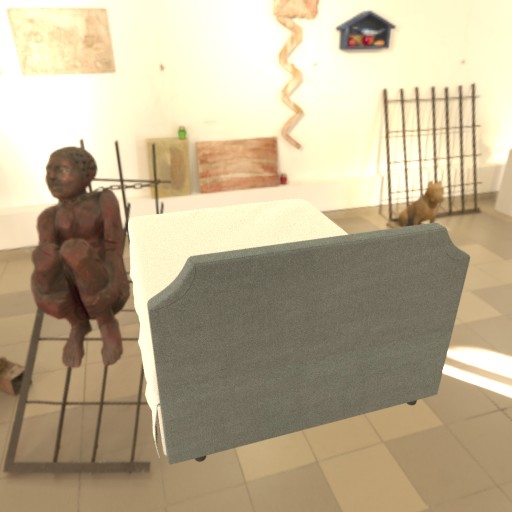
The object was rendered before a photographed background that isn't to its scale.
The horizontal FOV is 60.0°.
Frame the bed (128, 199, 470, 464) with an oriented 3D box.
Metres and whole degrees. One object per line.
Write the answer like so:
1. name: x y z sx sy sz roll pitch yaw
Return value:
1. bed: 0.000 0.000 3.534 1.977 1.306 2.464 -8 28 -16
